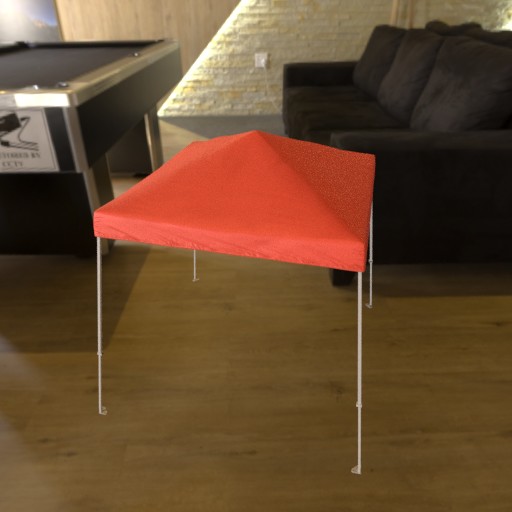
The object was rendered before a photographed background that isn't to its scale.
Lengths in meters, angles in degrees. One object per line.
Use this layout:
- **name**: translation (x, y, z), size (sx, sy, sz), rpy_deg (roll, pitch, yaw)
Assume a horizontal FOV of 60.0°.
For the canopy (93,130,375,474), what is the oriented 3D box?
- **canopy**: translation (0.000, 0.000, 5.073), size (2.849, 2.850, 2.850), rpy_deg (8, 31, 13)
